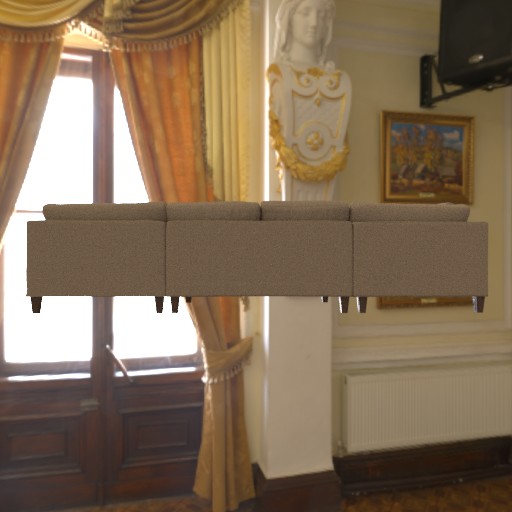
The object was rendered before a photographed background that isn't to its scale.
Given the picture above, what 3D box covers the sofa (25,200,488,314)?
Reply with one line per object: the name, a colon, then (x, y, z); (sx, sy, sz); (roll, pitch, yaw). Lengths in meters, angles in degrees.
sofa: (0.000, 0.000, 4.470); (3.438, 0.865, 2.424); (0, 0, -1)
